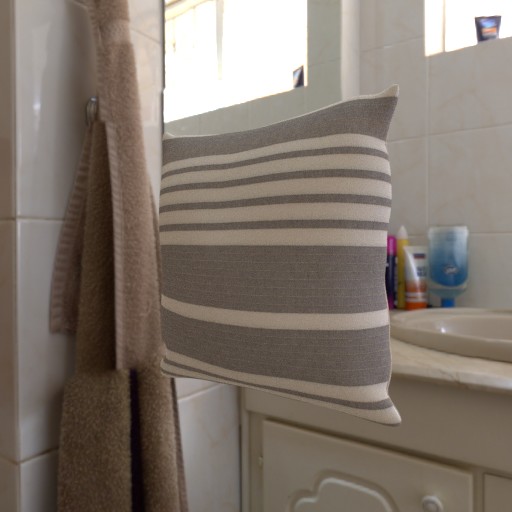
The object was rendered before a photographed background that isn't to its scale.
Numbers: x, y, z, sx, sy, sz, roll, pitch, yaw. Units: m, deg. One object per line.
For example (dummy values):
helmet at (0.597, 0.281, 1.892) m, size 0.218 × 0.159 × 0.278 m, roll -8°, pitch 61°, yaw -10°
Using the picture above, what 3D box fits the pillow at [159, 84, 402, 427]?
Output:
pillow at (0.000, 0.000, 0.675) m, size 0.439 × 0.440 × 0.182 m, roll 0°, pitch 0°, yaw 37°
